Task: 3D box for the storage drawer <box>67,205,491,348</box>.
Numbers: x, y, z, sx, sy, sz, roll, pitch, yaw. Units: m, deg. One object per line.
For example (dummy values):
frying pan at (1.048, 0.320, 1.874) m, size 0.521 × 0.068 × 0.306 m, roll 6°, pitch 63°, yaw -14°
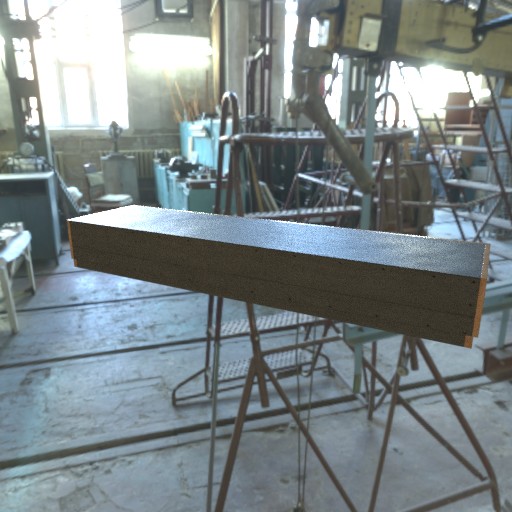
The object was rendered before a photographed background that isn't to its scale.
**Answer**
storage drawer at (0.000, 0.000, 2.200) m, size 2.032 × 0.264 × 0.538 m, roll 9°, pitch 19°, yaw 27°
